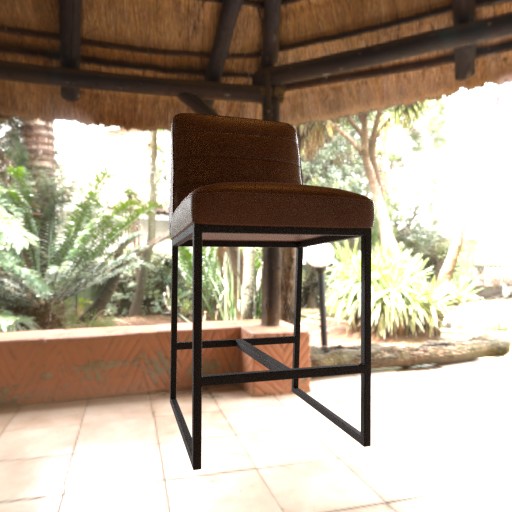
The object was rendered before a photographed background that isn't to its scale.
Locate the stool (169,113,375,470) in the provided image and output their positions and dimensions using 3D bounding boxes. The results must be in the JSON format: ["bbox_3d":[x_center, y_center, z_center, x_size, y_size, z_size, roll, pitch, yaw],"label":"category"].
[{"bbox_3d":[0.000,0.000,1.273,0.458,0.940,0.556,0,-1,-17],"label":"stool"}]
